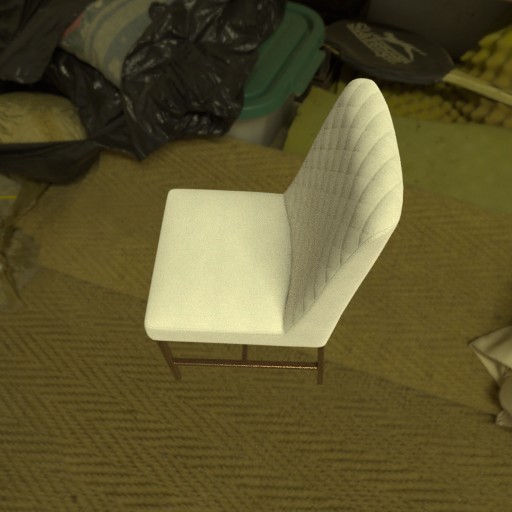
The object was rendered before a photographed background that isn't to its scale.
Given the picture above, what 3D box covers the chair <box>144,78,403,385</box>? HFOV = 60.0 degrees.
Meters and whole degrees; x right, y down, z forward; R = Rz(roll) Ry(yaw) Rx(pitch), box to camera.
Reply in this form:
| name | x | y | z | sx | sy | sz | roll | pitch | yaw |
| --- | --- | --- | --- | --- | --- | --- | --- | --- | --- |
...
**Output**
| name | x | y | z | sx | sy | sz | roll | pitch | yaw |
| --- | --- | --- | --- | --- | --- | --- | --- | --- | --- |
| chair | 0.000 | 0.000 | 1.318 | 0.597 | 0.933 | 0.503 | 2 | 57 | 1 |
